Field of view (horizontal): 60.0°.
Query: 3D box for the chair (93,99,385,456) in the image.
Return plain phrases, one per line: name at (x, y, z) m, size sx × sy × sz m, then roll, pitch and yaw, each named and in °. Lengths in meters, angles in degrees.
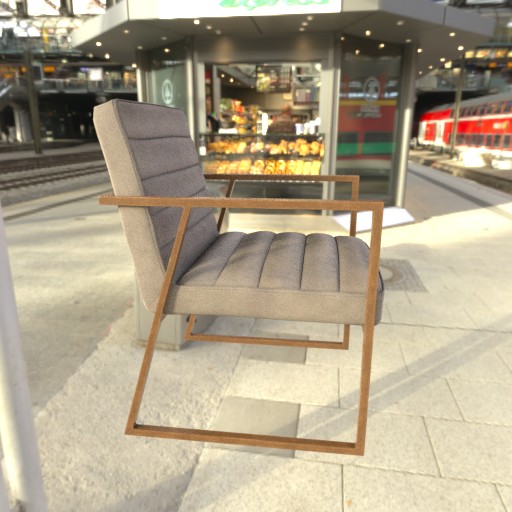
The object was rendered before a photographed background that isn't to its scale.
chair at (0.000, 0.000, 1.291) m, size 0.682 × 0.843 × 0.578 m, roll 2°, pitch 16°, yaw 7°
